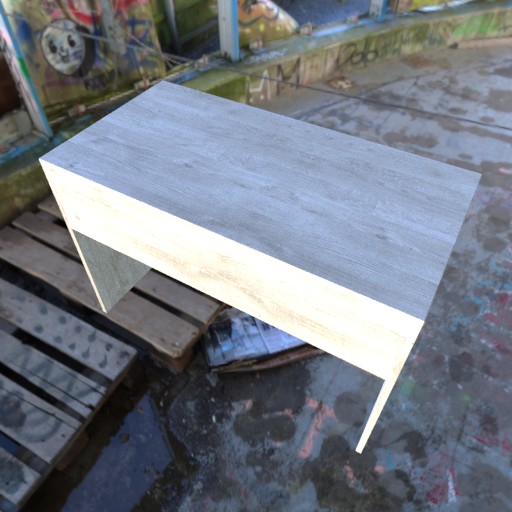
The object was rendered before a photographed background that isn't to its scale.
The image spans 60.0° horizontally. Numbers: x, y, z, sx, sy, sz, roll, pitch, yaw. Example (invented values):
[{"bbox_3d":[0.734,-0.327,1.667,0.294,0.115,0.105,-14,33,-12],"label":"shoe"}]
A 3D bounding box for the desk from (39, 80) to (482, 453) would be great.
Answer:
[{"bbox_3d":[0.000,0.000,1.497,1.100,0.730,0.560,23,51,20],"label":"desk"}]
